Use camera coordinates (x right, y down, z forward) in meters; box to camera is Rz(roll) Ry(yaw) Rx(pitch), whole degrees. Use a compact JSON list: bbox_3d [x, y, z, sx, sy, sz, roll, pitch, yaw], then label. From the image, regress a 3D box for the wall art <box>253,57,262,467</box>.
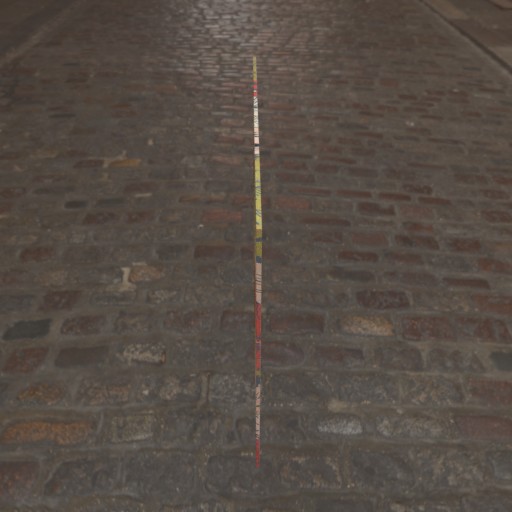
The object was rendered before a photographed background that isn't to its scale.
[{"bbox_3d":[0.000,0.000,1.851,0.013,1.218,1.206,0,41,-1],"label":"wall art"}]
